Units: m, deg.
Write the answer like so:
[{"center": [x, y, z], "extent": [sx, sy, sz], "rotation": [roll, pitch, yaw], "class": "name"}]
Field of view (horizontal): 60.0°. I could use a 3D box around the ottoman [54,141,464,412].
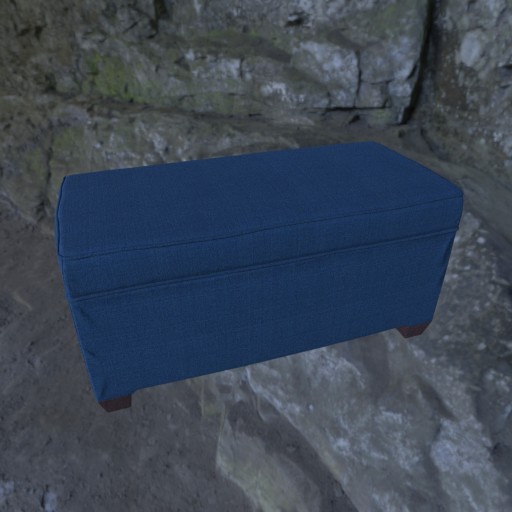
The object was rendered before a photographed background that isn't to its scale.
[{"center": [0.000, 0.000, 1.225], "extent": [0.943, 0.474, 0.474], "rotation": [-10, 33, -15], "class": "ottoman"}]
